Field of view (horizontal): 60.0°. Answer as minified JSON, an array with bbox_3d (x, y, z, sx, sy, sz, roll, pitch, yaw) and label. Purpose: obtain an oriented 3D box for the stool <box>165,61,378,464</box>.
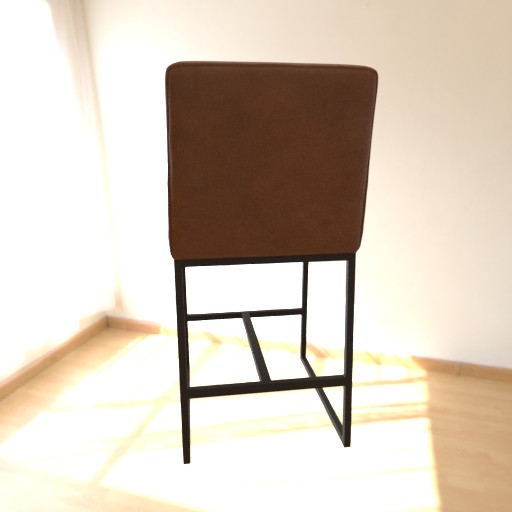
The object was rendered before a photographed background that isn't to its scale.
[{"bbox_3d":[0.000,0.000,1.240,0.458,0.940,0.556,-2,16,-8],"label":"stool"}]
